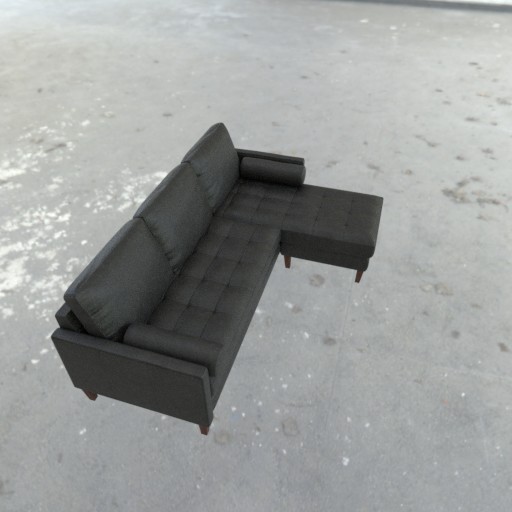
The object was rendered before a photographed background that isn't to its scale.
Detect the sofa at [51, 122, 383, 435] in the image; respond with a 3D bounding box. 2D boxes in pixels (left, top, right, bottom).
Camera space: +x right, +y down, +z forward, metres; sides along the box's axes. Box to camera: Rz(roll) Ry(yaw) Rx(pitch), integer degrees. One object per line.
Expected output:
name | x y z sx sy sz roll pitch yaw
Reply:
sofa | 0.000 0.000 2.932 1.497 0.876 2.178 12 42 13
